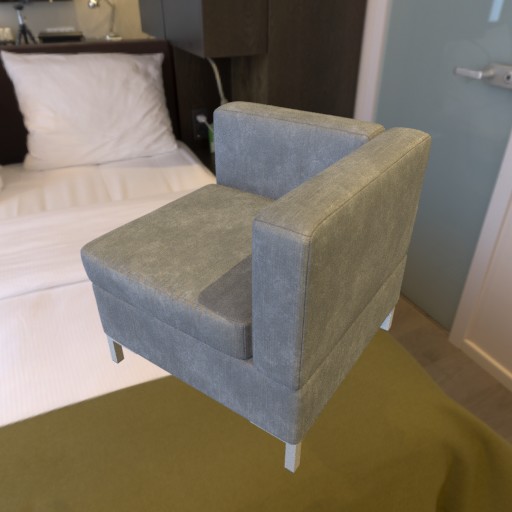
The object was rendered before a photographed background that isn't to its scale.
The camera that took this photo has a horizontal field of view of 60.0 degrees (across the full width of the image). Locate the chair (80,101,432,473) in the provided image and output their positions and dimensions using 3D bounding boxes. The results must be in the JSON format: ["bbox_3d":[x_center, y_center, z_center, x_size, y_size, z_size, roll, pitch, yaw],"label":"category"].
[{"bbox_3d":[0.000,0.000,1.226,0.680,0.660,0.680,20,37,29],"label":"chair"}]
